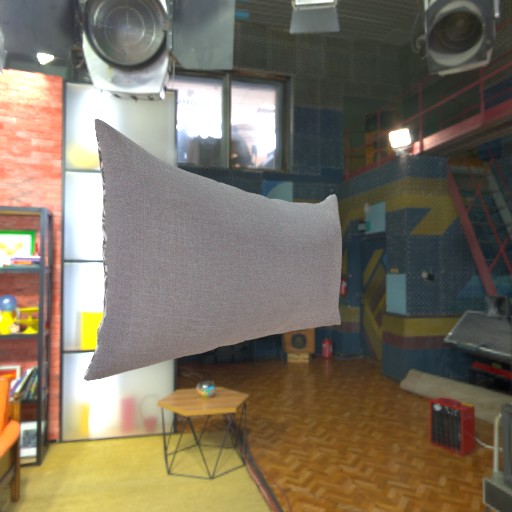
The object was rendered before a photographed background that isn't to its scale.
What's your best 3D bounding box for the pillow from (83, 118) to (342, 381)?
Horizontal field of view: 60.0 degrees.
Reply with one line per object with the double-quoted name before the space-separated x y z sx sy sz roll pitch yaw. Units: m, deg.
"pillow" 0.000 0.000 0.736 0.148 0.290 0.631 -1 -2 36
